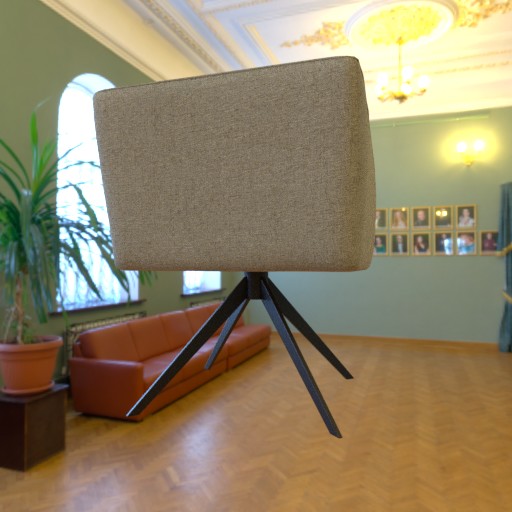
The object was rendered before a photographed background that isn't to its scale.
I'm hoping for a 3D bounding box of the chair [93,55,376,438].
[{"bbox_3d":[0.000,0.000,1.223,0.628,0.760,0.623,0,-1,18],"label":"chair"}]
